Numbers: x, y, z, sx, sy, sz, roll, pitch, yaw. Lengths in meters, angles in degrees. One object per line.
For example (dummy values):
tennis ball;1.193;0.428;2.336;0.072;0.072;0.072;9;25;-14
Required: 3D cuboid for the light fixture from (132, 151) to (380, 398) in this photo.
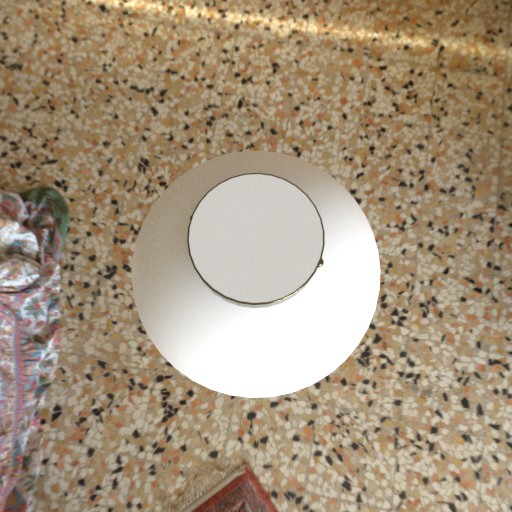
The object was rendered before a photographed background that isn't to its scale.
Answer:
light fixture;0.000;0.000;0.563;0.355;0.177;0.355;0;76;0
